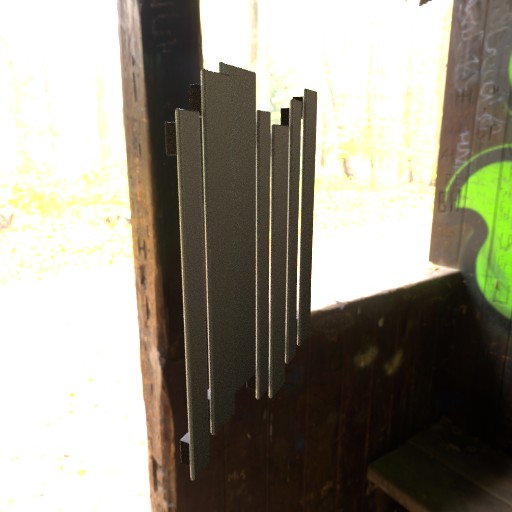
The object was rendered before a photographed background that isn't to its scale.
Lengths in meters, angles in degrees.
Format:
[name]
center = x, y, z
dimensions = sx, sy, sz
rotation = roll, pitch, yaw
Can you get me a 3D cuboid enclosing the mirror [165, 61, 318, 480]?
[mirror]
center = 0.000, 0.000, 0.790
dimensions = 0.058, 0.611, 0.445
rotation = 7, 16, 26
